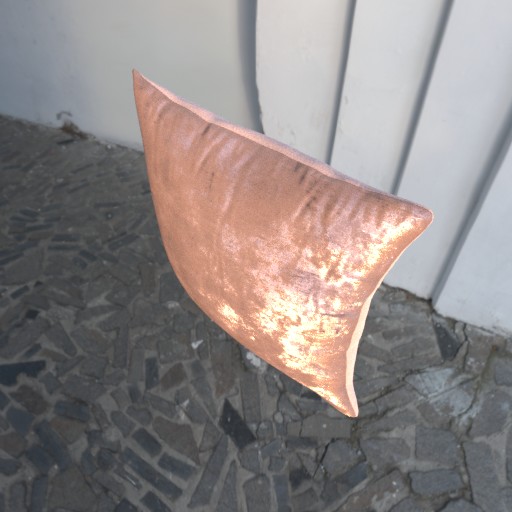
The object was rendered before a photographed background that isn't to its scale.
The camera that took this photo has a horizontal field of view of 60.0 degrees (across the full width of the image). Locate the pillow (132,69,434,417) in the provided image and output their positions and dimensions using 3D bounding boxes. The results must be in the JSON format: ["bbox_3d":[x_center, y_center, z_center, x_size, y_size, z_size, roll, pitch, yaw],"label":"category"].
[{"bbox_3d":[0.000,0.000,0.699,0.470,0.464,0.175,34,55,28],"label":"pillow"}]
